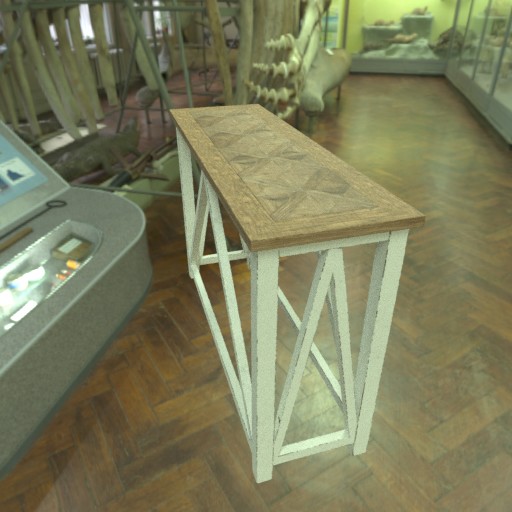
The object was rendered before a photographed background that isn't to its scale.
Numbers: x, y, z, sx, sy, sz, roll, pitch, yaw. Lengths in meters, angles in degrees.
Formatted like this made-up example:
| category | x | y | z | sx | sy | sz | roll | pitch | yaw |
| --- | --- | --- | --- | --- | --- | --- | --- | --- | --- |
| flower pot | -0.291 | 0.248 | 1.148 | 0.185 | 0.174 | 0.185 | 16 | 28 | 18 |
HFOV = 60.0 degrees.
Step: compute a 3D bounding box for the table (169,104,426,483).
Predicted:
| category | x | y | z | sx | sy | sz | roll | pitch | yaw |
| --- | --- | --- | --- | --- | --- | --- | --- | --- | --- |
| table | 0.000 | 0.000 | 1.846 | 0.450 | 0.930 | 1.400 | -9 | 31 | -15 |
